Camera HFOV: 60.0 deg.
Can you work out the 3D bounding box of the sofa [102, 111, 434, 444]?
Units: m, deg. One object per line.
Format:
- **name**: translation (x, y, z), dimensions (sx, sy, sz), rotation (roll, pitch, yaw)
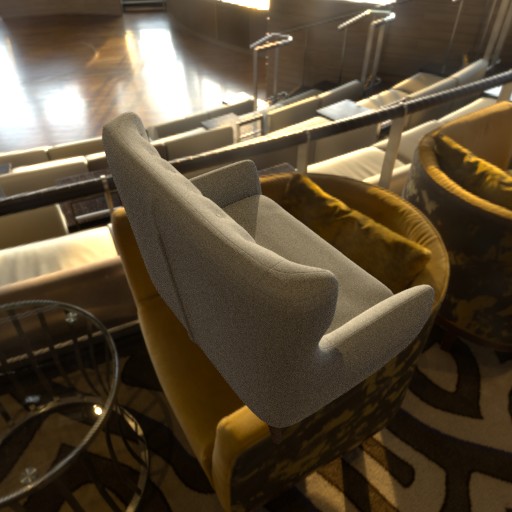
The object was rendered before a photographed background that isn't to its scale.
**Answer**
- **sofa**: translation (0.000, 0.000, 2.014), dimensions (0.884, 1.028, 1.386), rotation (-26, 48, -26)
